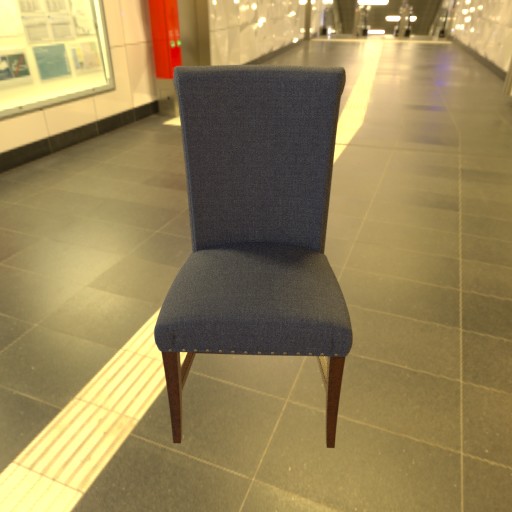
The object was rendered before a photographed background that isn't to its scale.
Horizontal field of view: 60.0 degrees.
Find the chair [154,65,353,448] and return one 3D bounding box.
[{"bbox_3d":[0.000,0.000,1.319,0.513,0.988,0.608,1,30,2],"label":"chair"}]
